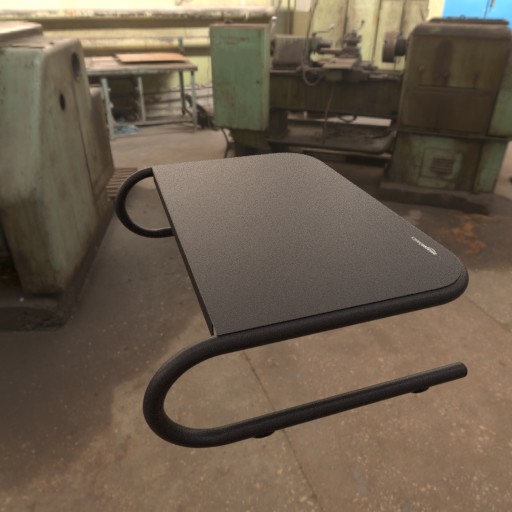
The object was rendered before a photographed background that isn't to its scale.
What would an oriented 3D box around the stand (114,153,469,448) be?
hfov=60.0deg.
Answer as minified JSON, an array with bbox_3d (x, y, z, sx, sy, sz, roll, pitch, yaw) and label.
[{"bbox_3d":[0.000,0.000,0.486,0.280,0.108,0.370,-10,32,-16],"label":"stand"}]
